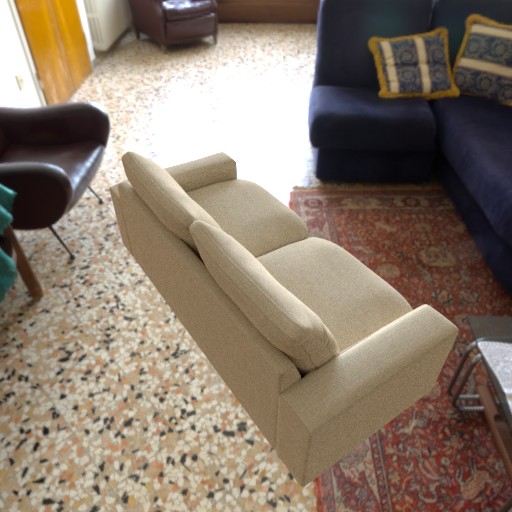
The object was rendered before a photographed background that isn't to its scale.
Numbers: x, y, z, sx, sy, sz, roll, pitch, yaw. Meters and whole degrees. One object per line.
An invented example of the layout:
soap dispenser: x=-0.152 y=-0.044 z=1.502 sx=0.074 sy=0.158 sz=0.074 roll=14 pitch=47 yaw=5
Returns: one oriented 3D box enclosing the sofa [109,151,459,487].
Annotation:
sofa: x=0.000 y=0.000 z=2.809 sx=1.040 sy=0.922 sz=2.299 roll=-24 pitch=46 yaw=-25
